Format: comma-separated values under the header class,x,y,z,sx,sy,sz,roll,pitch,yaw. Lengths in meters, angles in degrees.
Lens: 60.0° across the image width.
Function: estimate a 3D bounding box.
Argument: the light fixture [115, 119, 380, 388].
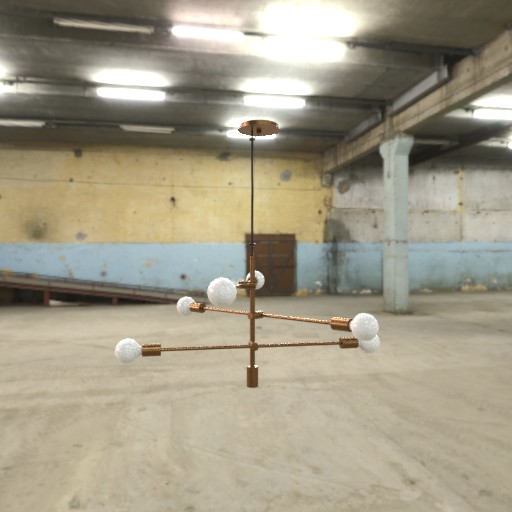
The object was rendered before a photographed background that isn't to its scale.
class,x,y,z,sx,sy,sz,roll,pitch,yaw
light fixture,0.000,0.000,1.260,0.682,0.744,0.637,0,0,18
